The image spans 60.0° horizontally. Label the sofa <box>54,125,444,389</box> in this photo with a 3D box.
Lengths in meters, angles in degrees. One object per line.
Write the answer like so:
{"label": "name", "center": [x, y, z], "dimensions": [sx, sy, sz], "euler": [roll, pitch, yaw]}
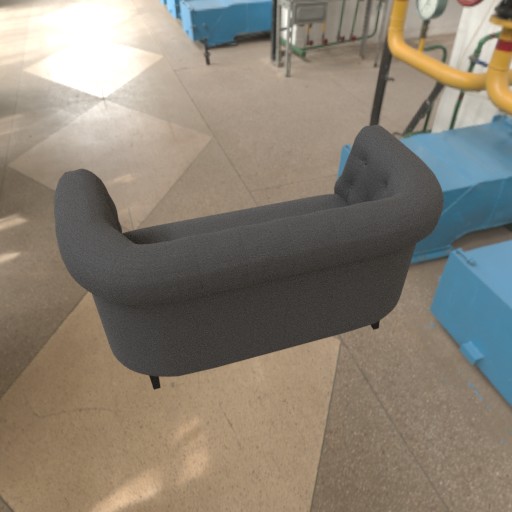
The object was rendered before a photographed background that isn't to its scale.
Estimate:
{"label": "sofa", "center": [0.000, 0.000, 2.016], "dimensions": [1.558, 0.827, 0.835], "euler": [-12, 42, -14]}
